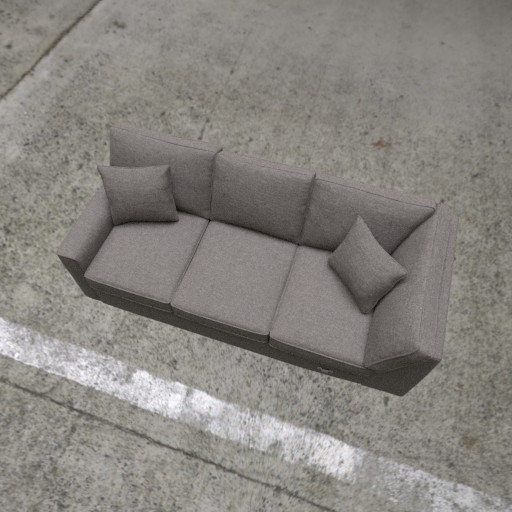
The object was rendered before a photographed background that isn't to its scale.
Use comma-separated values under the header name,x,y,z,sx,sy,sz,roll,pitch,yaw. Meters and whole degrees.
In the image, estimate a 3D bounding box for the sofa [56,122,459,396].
name,x,y,z,sx,sy,sz,roll,pitch,yaw
sofa,0.000,0.000,2.908,2.317,0.962,1.061,16,59,10
